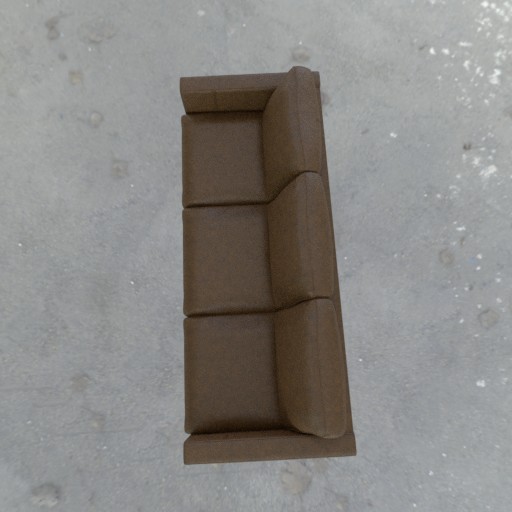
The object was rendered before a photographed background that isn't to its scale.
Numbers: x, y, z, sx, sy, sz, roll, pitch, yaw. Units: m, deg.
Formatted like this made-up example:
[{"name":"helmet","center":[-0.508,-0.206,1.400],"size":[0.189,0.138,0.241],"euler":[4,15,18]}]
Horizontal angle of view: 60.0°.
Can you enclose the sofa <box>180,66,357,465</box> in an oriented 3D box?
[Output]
[{"name":"sofa","center":[0.000,0.000,2.699],"size":[0.903,0.930,2.231],"euler":[-3,76,-1]}]
